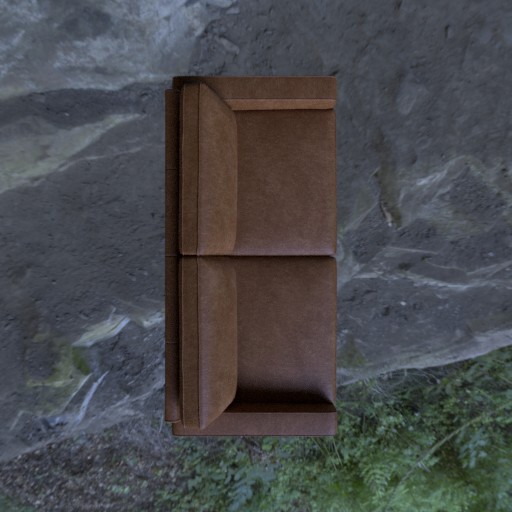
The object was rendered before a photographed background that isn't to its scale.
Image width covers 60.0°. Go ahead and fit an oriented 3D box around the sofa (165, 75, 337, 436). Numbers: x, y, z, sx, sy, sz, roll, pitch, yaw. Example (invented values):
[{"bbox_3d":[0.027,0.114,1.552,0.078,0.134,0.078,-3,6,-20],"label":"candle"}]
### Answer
[{"bbox_3d":[0.000,0.000,2.716,0.991,0.928,2.156,0,90,0],"label":"sofa"}]
